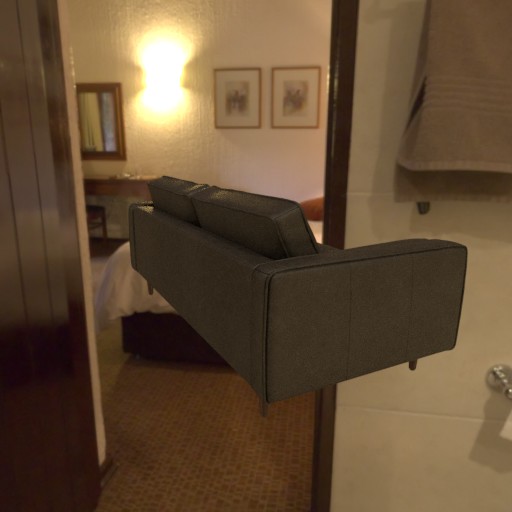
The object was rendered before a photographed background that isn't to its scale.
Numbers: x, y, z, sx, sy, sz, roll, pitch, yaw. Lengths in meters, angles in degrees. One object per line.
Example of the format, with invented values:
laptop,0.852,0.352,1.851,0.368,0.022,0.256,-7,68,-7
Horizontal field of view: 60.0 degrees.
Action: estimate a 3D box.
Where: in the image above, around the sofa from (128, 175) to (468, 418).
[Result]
sofa,0.000,0.000,2.332,0.921,0.770,1.879,-7,16,-27
